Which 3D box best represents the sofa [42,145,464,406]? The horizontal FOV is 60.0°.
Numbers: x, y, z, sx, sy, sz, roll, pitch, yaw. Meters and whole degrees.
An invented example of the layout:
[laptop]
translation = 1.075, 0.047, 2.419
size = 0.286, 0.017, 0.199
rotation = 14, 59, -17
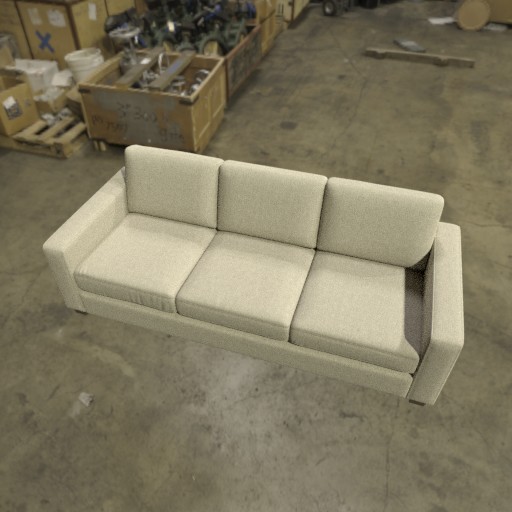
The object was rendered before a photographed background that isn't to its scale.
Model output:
[sofa]
translation = 0.000, 0.000, 2.546
size = 2.160, 0.800, 0.900
rotation = 12, 43, 13
